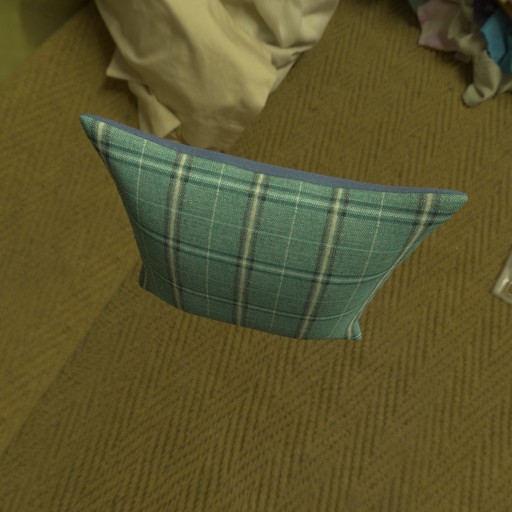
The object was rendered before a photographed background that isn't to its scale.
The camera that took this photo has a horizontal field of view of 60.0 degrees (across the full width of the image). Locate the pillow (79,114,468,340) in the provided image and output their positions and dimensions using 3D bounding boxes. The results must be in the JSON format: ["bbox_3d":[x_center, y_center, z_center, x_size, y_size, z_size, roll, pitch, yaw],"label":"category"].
[{"bbox_3d":[0.000,0.000,0.690,0.453,0.430,0.200,13,74,4],"label":"pillow"}]
